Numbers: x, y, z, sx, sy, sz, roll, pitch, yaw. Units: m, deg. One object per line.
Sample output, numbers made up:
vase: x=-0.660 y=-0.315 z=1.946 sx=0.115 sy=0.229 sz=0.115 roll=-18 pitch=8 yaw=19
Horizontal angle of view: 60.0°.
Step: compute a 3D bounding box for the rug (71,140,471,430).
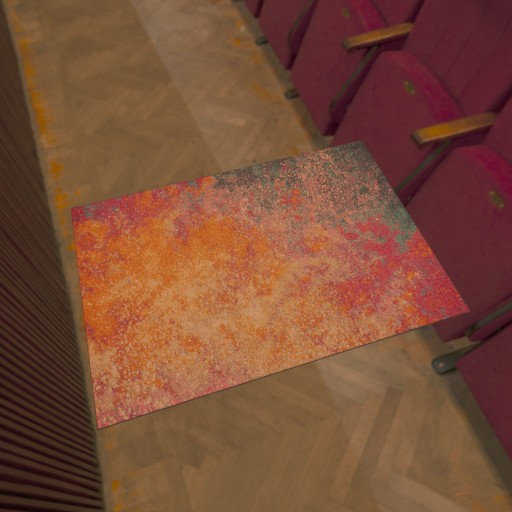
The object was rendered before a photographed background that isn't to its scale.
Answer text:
rug: x=0.000 y=0.000 z=3.739 sx=2.896 sy=0.013 sz=2.007 roll=-15 pitch=59 yaw=-9
